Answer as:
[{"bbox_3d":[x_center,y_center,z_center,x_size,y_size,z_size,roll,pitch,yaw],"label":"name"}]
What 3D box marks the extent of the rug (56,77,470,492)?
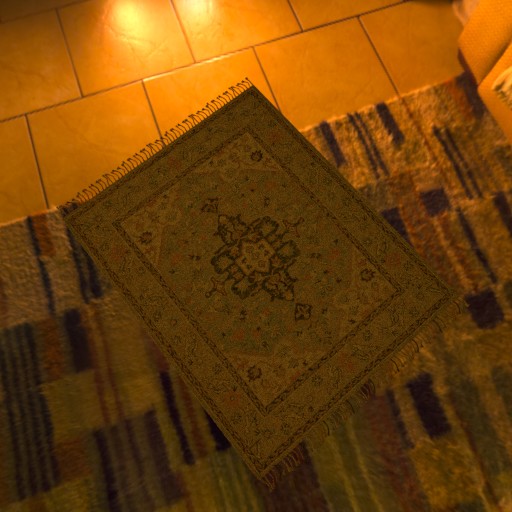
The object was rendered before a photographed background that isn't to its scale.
[{"bbox_3d":[0.000,0.000,3.413,1.971,0.010,2.651,-38,77,-11],"label":"rug"}]
